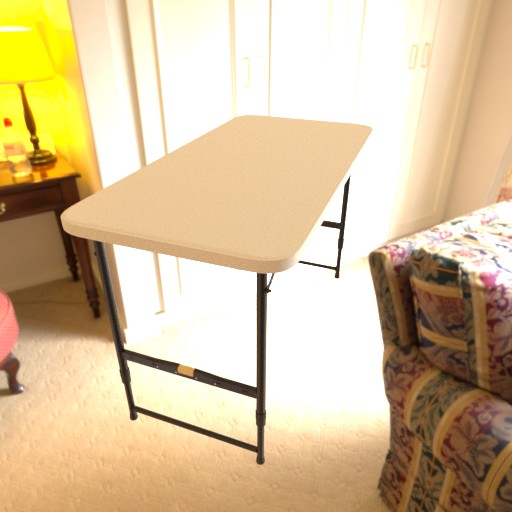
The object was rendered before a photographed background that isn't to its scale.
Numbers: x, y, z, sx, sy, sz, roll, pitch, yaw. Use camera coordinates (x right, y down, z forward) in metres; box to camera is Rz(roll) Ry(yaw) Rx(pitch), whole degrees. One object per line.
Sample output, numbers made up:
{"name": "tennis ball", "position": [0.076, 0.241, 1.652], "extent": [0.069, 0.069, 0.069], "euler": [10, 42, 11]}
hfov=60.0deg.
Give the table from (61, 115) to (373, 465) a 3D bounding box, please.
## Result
{"name": "table", "position": [0.000, 0.000, 1.641], "extent": [0.610, 0.737, 1.219], "euler": [11, 32, 18]}
